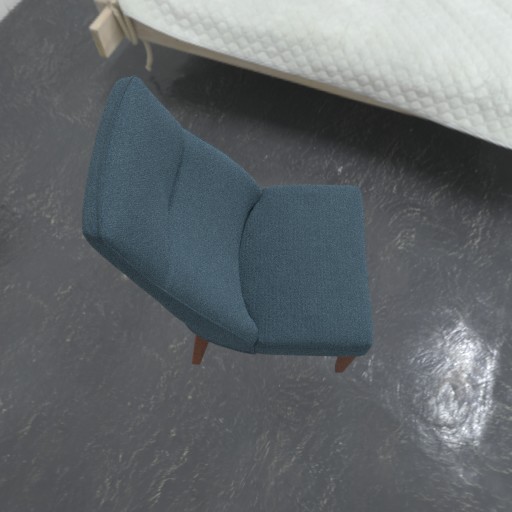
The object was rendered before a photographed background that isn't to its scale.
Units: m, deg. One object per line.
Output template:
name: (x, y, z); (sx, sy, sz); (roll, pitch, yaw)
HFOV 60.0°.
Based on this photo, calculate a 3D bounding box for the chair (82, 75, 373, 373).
chair: (0.000, 0.000, 1.222); (0.620, 0.930, 0.500); (2, 65, 1)
